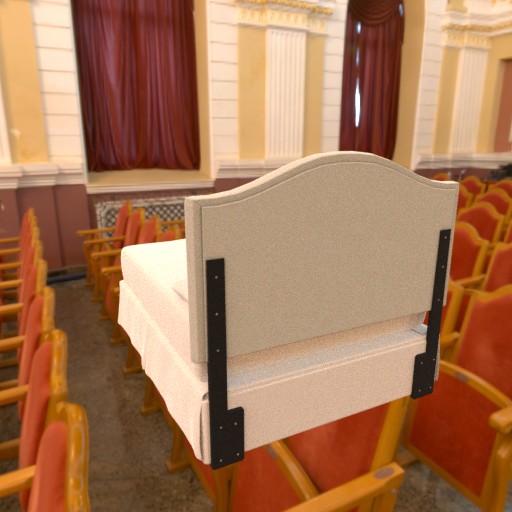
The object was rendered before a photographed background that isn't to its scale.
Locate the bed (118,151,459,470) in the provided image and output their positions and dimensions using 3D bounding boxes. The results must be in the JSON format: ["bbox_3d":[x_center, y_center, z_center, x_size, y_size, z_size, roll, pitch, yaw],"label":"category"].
[{"bbox_3d":[0.000,0.000,3.395,1.813,1.607,2.180,-7,16,-26],"label":"bed"}]
